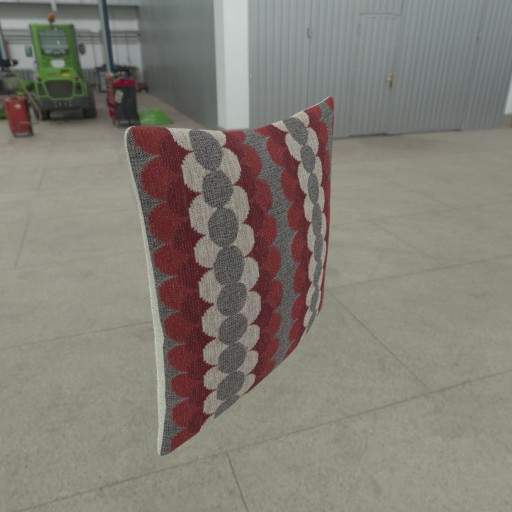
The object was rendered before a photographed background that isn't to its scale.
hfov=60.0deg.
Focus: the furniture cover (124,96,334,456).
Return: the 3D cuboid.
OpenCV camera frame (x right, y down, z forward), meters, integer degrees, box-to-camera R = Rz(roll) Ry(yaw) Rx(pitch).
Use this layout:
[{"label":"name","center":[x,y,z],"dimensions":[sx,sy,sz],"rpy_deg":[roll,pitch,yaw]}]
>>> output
[{"label":"furniture cover","center":[0.000,0.000,0.650],"dimensions":[0.145,0.420,0.435],"rpy_deg":[17,30,31]}]
